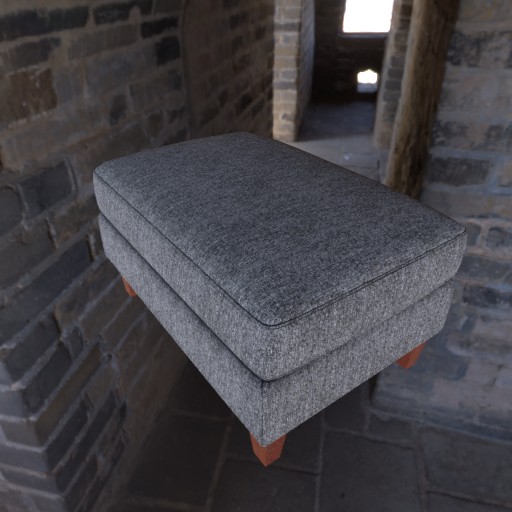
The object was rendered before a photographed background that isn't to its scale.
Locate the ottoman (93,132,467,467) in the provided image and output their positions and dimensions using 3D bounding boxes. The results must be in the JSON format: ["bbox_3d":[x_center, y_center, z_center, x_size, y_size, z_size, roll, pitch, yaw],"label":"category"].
[{"bbox_3d":[0.000,0.000,1.206,0.584,0.483,0.864,-21,38,-30],"label":"ottoman"}]
